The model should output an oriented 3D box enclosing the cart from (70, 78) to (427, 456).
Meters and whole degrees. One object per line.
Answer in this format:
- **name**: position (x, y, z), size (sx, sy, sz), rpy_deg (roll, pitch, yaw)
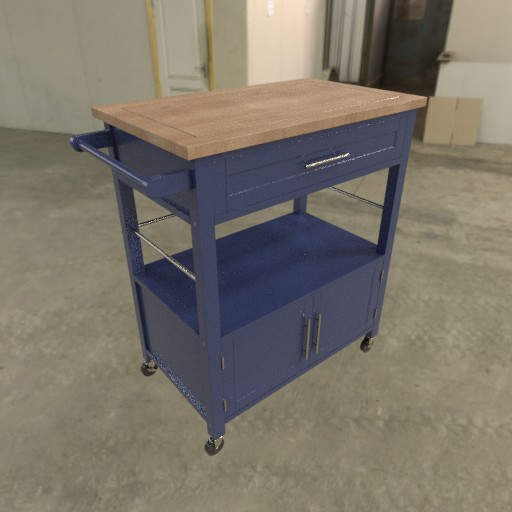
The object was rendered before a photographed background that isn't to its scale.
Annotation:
- **cart**: position (0.000, 0.000, 1.360), size (0.840, 0.901, 0.459), rpy_deg (-22, 37, -33)
